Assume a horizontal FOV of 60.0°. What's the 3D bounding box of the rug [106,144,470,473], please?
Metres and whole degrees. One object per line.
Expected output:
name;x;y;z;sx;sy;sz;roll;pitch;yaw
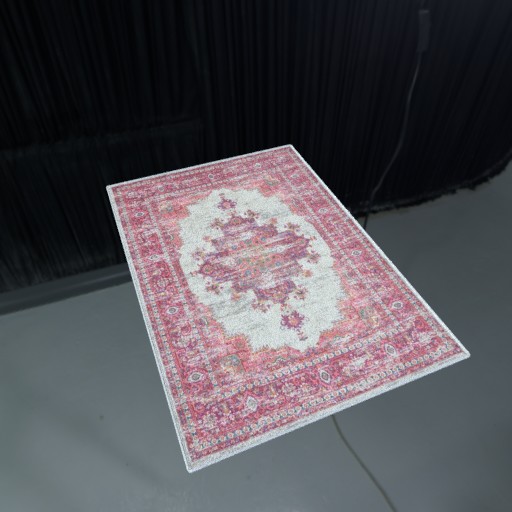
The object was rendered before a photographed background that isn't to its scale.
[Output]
rug;0.000;0.000;2.242;1.217;0.011;1.747;-16;48;-15
